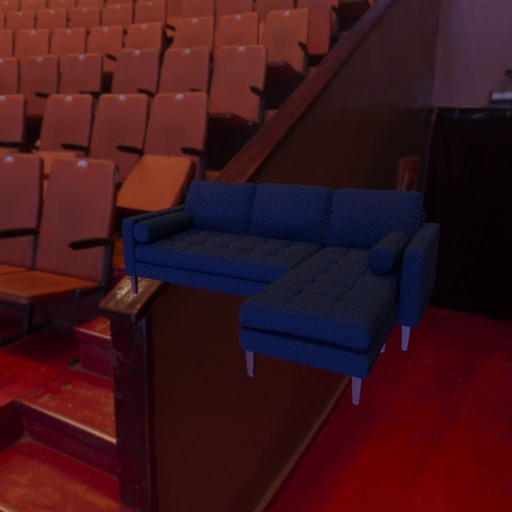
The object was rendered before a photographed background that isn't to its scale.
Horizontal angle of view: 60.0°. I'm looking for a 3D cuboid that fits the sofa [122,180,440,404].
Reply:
[{"bbox_3d":[0.000,0.000,3.004,2.185,0.841,1.613,8,17,26],"label":"sofa"}]
